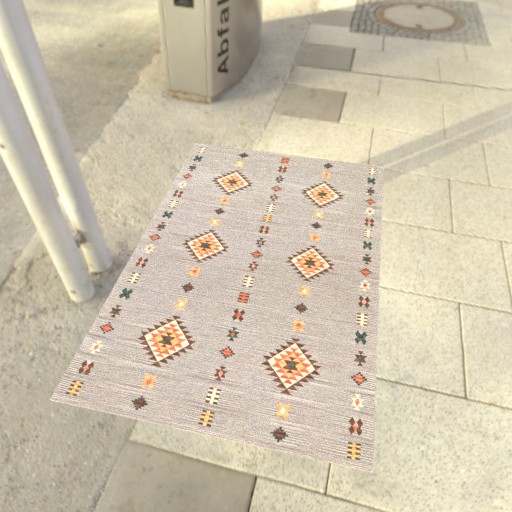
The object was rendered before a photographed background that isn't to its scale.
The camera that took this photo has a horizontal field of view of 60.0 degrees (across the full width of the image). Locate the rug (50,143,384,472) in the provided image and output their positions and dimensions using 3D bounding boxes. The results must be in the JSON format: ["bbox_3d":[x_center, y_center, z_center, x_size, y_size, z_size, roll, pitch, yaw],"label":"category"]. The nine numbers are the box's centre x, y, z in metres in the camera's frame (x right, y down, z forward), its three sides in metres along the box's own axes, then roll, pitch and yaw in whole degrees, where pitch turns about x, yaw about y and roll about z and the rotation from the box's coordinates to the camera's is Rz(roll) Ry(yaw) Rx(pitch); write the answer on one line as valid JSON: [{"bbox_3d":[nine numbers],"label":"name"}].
[{"bbox_3d":[0.000,0.000,2.216,1.217,0.005,1.818,9,47,8],"label":"rug"}]
